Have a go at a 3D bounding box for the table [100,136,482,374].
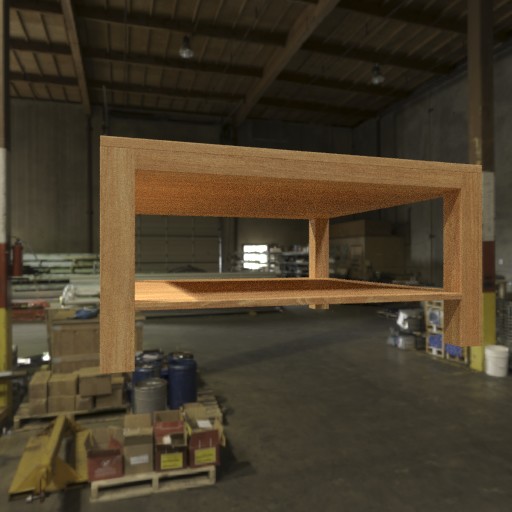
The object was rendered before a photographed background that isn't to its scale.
[{"bbox_3d":[0.000,0.000,1.400,0.900,0.450,0.900,0,0,-18],"label":"table"}]
